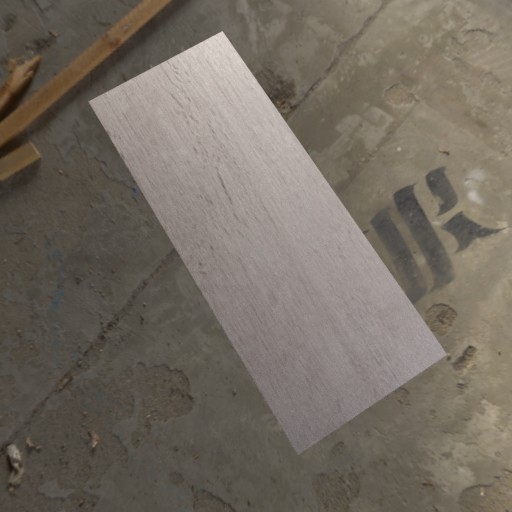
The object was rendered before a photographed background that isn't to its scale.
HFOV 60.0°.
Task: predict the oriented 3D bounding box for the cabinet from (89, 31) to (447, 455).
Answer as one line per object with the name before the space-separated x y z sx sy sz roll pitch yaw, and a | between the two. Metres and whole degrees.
cabinet | 0.000 0.000 1.519 0.420 0.820 1.040 -31 79 -7
